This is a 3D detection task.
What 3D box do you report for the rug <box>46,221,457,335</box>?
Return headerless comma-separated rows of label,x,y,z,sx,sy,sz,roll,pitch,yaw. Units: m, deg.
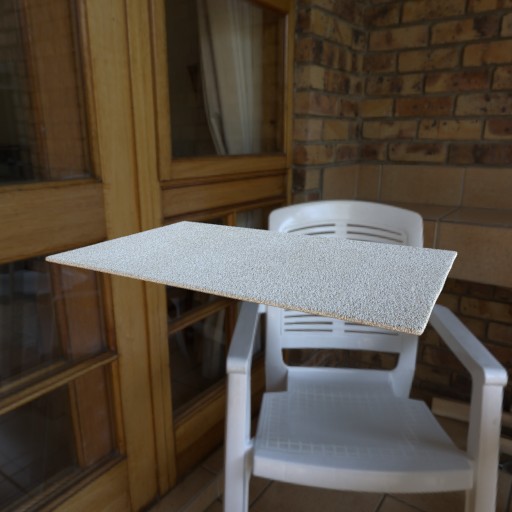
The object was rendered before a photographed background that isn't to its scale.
rug,0.000,0.000,3.079,2.438,0.030,1.524,8,17,28
